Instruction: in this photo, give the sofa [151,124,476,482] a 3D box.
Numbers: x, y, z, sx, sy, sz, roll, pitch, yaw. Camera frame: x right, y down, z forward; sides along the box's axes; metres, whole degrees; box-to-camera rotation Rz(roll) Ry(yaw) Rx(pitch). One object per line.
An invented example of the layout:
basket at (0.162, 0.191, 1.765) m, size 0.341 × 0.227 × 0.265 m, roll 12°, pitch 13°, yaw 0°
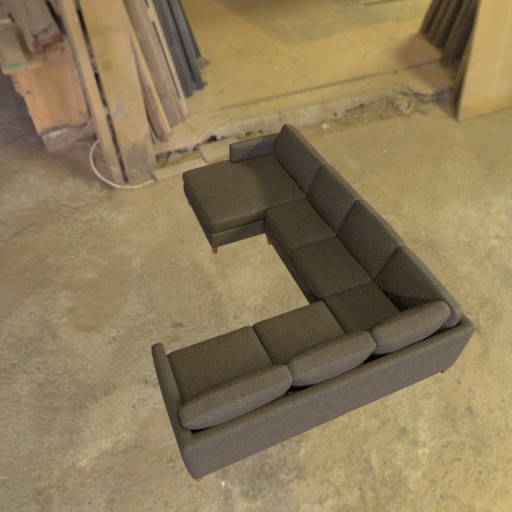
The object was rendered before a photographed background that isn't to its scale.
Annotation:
sofa at (0.000, 0.000, 4.609) m, size 2.594 × 0.961 × 3.460 m, roll -17°, pitch 49°, yaw -16°
